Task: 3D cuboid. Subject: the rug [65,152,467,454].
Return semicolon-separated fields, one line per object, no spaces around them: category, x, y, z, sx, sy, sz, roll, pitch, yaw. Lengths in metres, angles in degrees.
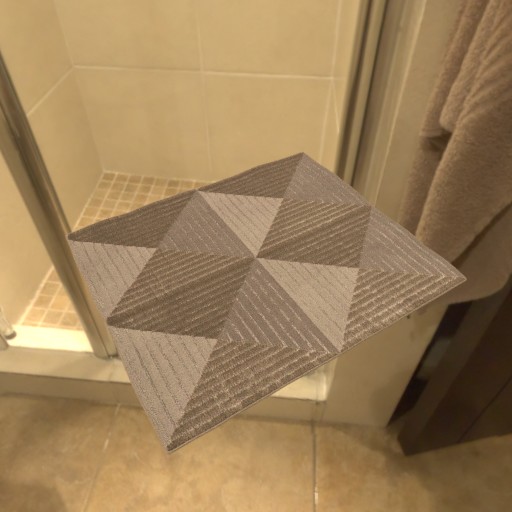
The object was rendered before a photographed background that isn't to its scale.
rug;0.000;0.000;0.911;0.642;0.008;0.551;-24;50;-22
